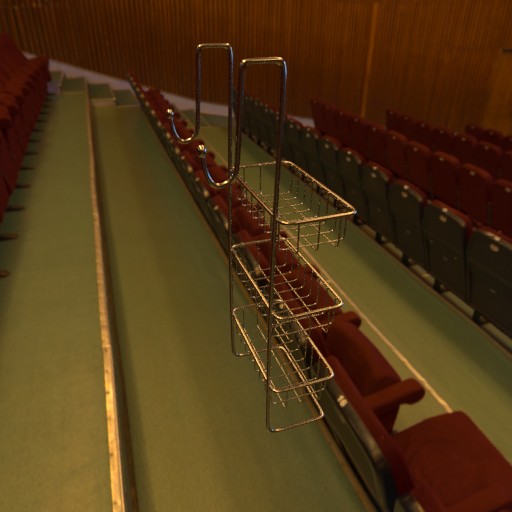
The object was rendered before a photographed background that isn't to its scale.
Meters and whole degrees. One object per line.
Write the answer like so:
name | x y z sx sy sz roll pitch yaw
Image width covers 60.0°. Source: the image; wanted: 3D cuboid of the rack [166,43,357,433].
rack | 0.000 0.000 0.675 0.202 0.574 0.228 -10 31 -17
